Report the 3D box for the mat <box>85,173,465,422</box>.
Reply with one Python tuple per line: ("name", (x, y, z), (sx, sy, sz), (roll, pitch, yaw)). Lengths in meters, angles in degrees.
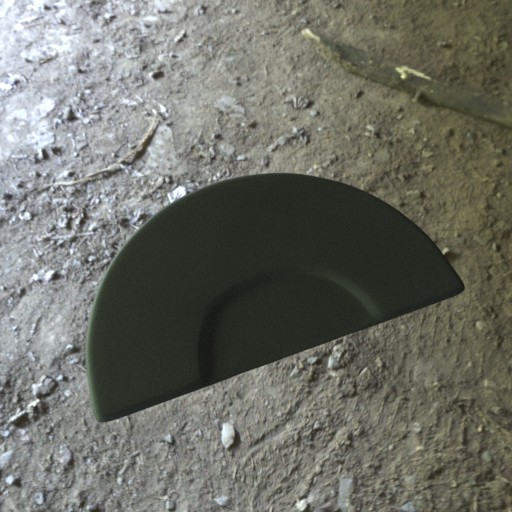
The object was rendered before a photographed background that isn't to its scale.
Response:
("mat", (0.000, 0.000, 1.896), (1.525, 0.022, 0.917), (-17, 60, -11))
